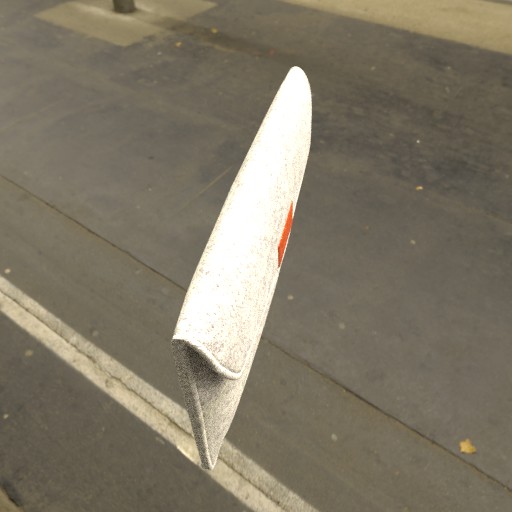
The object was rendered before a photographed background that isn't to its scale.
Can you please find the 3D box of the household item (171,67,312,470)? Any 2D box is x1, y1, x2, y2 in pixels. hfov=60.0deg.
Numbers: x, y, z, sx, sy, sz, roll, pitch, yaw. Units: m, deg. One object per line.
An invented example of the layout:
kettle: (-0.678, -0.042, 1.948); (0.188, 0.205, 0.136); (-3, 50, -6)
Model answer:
household item: (0.000, 0.000, 0.424); (0.057, 0.221, 0.335); (10, 48, 9)
